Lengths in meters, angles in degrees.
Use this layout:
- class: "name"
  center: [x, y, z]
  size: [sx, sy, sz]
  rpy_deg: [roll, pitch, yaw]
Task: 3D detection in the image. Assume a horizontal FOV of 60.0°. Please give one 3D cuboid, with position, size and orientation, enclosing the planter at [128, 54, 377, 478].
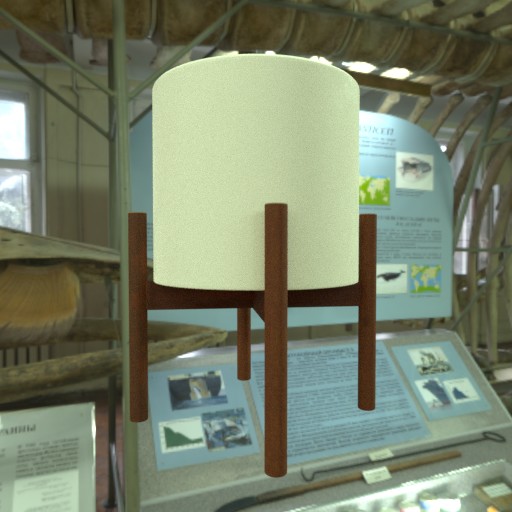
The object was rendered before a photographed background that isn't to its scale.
- class: "planter"
  center: [0.000, 0.000, 0.497]
  size: [0.224, 0.358, 0.224]
  rpy_deg: [1, 2, 38]
